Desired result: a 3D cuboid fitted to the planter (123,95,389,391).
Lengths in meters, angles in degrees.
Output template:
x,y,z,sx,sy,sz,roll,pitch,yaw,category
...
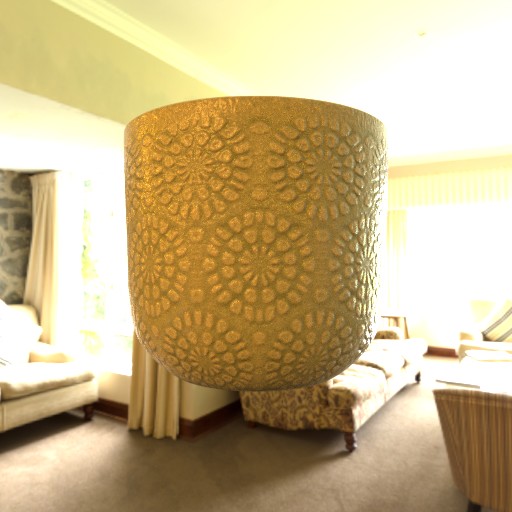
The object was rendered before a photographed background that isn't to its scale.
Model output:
x,y,z,sx,sy,sz,roll,pitch,yaw,category
0.000,0.000,0.295,0.169,0.153,0.169,0,0,0,planter
